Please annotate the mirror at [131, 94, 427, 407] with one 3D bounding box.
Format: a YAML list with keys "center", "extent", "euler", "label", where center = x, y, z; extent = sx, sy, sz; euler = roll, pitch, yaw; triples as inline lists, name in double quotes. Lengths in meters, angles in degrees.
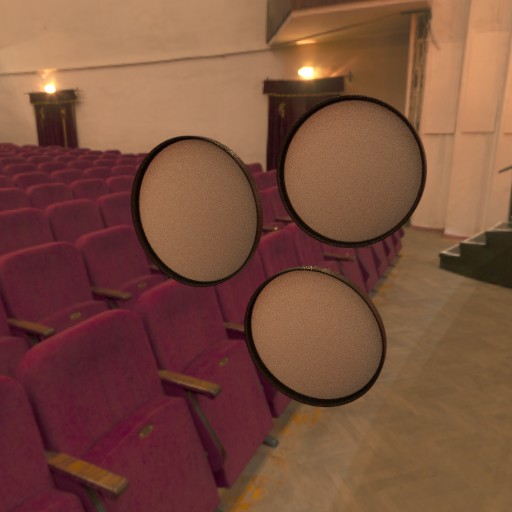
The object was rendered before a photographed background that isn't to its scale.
- center: [0.000, 0.000, 3.136]
  extent: [2.160, 2.096, 0.076]
  euler: [7, 16, 25]
  label: "mirror"
